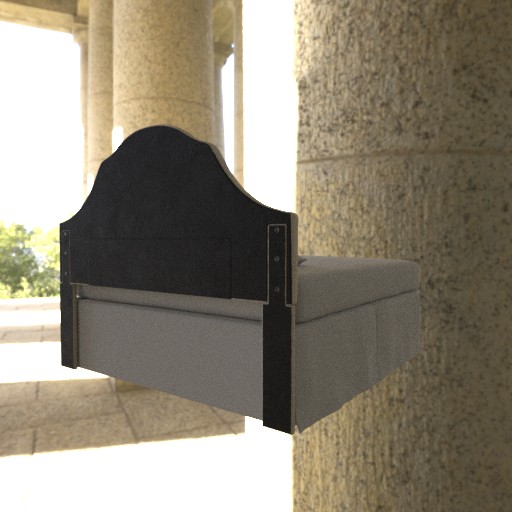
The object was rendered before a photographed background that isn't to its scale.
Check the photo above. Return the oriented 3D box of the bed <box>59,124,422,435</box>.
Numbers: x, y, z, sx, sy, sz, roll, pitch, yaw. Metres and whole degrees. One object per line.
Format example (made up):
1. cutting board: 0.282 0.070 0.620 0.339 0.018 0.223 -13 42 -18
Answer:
1. bed: 0.000 0.000 3.409 2.012 1.555 2.086 1 2 36
